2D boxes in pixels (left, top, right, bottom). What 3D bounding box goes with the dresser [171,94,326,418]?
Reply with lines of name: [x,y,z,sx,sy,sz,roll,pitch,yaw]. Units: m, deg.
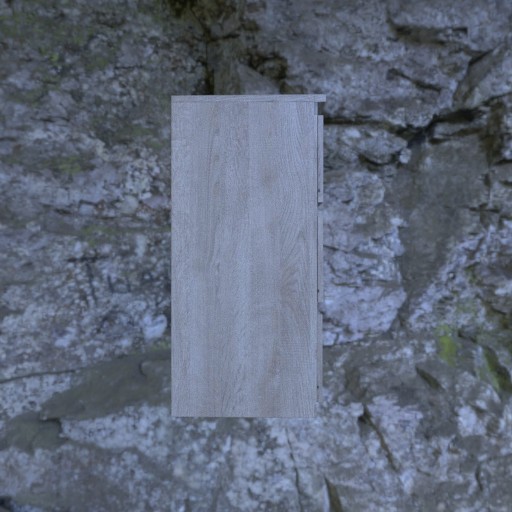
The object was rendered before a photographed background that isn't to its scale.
dresser: [0.000,0.000,1.883,0.390,0.795,1.590,0,0,1]
